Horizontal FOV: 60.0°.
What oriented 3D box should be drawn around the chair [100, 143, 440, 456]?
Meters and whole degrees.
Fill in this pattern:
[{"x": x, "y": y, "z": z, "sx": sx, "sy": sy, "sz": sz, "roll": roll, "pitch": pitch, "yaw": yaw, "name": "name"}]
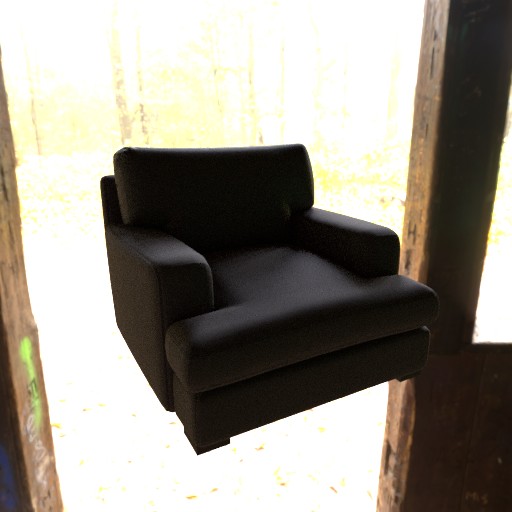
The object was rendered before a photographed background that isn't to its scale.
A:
[{"x": 0.000, "y": 0.000, "z": 1.976, "sx": 1.168, "sy": 0.940, "sz": 1.143, "roll": -9, "pitch": 18, "yaw": -27, "name": "chair"}]
